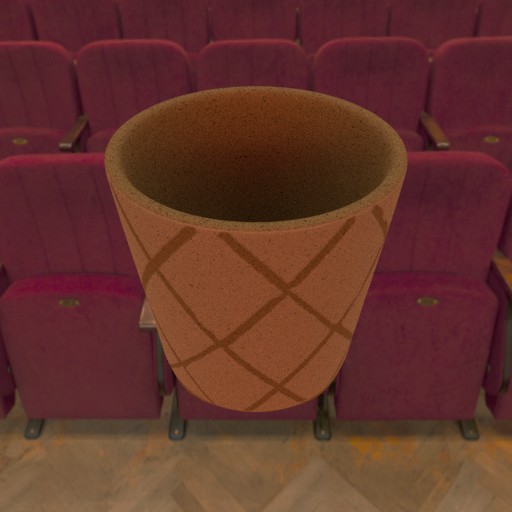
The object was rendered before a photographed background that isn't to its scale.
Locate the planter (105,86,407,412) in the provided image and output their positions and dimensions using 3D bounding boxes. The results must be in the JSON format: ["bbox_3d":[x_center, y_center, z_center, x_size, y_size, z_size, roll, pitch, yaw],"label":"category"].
[{"bbox_3d":[0.000,0.000,0.352,0.191,0.199,0.191,0,41,0],"label":"planter"}]
